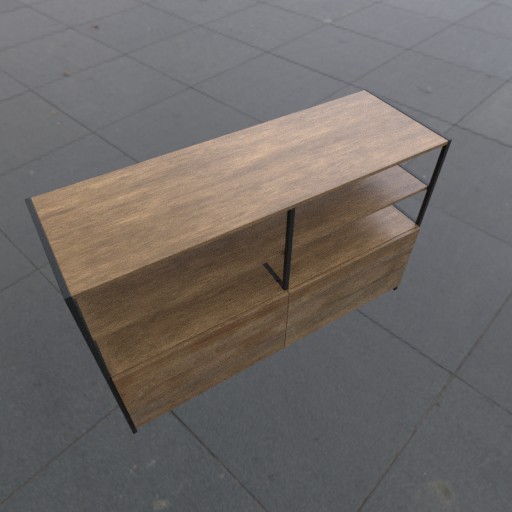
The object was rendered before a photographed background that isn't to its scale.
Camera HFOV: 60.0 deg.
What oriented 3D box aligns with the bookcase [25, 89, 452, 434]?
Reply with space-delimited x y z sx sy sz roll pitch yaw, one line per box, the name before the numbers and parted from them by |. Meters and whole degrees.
bookcase | 0.000 0.000 1.482 1.149 0.712 0.391 -24 51 -21
